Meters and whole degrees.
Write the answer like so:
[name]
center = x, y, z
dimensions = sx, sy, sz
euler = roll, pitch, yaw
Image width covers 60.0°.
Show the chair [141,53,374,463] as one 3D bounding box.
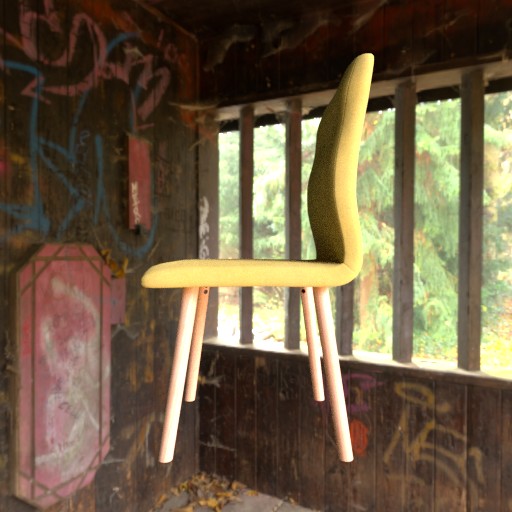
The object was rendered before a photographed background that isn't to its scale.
[chair]
center = 0.000, 0.000, 1.260
dimensions = 0.550, 0.965, 0.450
euler = 0, 1, -1
